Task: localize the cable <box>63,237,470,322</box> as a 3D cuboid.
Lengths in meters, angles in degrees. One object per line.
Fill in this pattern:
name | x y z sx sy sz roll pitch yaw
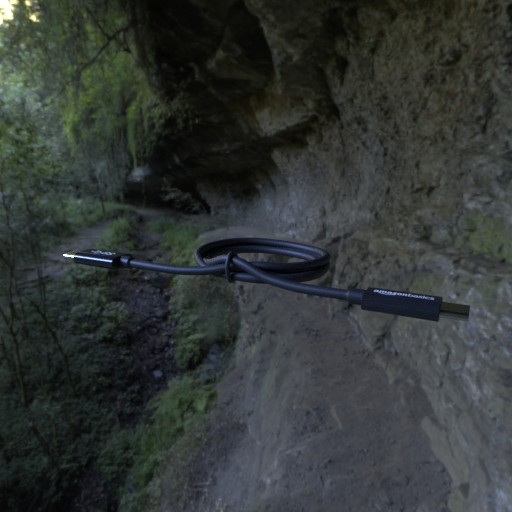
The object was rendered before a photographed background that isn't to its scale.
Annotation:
cable | 0.000 0.000 0.210 0.186 0.014 0.070 7 15 26
